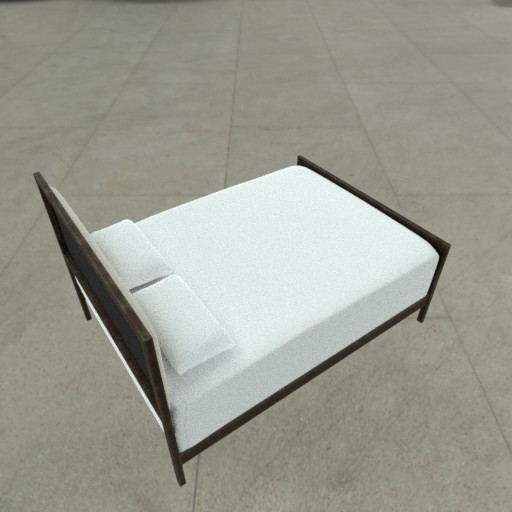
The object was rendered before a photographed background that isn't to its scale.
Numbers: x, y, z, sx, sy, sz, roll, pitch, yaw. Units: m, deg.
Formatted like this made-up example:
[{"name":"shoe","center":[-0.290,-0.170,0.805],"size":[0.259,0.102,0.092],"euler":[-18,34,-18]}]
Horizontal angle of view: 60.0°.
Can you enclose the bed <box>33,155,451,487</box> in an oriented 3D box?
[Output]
[{"name":"bed","center":[0.000,0.000,3.137],"size":[2.221,1.313,1.607],"euler":[-25,46,-26]}]
